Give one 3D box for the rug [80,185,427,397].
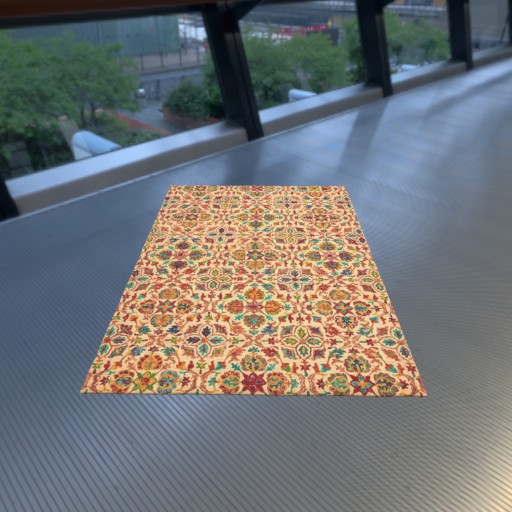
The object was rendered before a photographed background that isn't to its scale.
[{"bbox_3d":[0.000,0.000,2.335,1.226,0.013,1.838,0,32,1],"label":"rug"}]
